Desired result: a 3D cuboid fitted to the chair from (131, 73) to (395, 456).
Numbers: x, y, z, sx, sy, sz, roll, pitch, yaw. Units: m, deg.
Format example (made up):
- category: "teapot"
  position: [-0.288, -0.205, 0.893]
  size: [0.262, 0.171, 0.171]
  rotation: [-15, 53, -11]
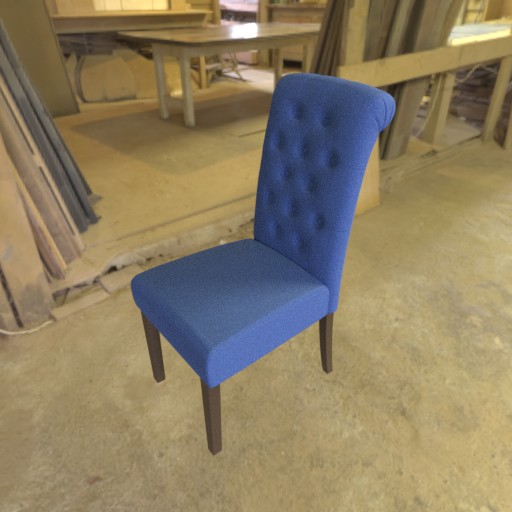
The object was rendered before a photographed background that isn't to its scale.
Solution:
- category: "chair"
  position: [0.000, 0.000, 1.401]
  size: [0.671, 1.006, 0.456]
  rotation: [-22, 38, -32]
